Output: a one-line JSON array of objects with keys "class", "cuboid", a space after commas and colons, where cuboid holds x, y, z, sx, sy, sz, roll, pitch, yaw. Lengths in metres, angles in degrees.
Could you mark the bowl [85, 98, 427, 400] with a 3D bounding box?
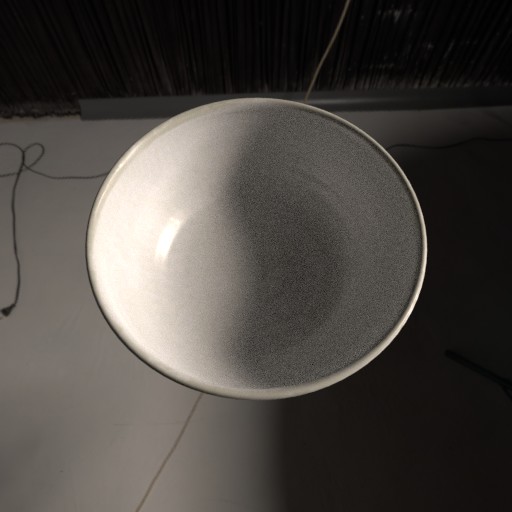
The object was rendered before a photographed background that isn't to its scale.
[{"class": "bowl", "cuboid": [0.000, 0.000, 0.404, 0.268, 0.121, 0.268, 0, 64, 0]}]
